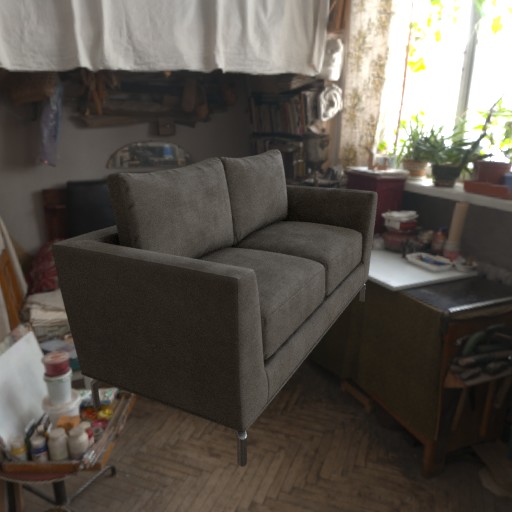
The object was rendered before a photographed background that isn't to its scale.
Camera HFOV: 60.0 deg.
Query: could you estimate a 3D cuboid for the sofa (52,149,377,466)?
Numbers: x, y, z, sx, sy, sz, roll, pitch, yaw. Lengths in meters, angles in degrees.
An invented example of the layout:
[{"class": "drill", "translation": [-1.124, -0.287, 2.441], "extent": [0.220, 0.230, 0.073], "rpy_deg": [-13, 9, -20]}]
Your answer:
[{"class": "sofa", "translation": [0.000, 0.000, 2.357], "extent": [0.855, 1.013, 1.832], "rpy_deg": [9, 20, 26]}]
